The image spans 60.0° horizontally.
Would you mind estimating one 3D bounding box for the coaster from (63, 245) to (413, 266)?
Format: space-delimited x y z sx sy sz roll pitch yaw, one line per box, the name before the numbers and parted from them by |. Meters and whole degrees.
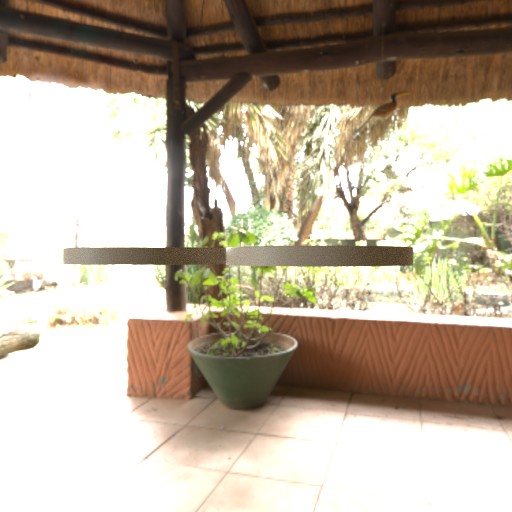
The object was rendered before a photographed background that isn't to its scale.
coaster | 0.000 0.000 0.335 0.220 0.010 0.224 0 0 17
